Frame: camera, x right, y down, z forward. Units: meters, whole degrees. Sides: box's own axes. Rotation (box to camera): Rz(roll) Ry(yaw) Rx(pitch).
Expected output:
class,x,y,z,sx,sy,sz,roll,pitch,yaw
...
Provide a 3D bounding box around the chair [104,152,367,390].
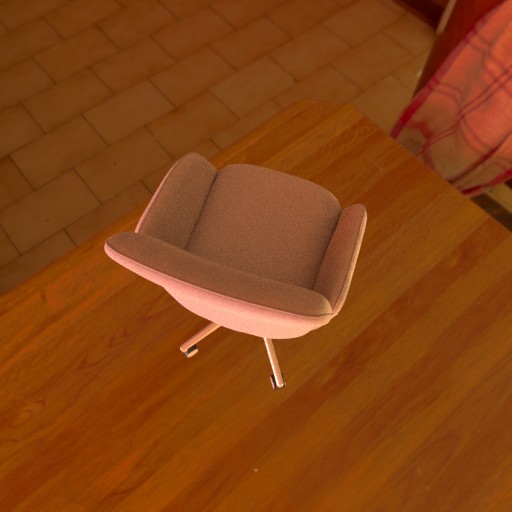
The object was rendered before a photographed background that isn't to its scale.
class,x,y,z,sx,sy,sz,roll,pitch,yaw
chair,0.000,0.000,1.385,0.648,0.959,0.654,18,66,9
